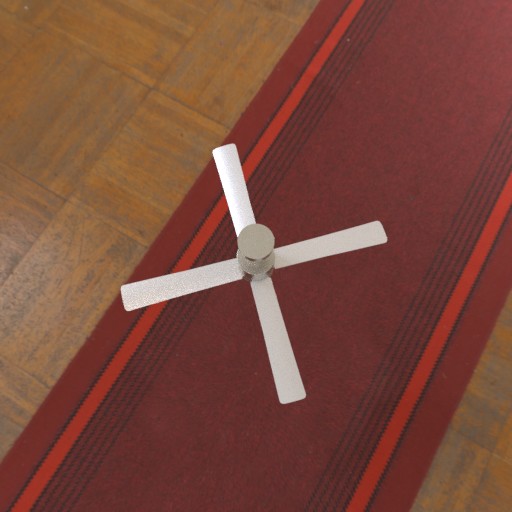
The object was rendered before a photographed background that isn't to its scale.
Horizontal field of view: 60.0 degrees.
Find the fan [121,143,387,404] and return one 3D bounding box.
[{"bbox_3d":[0.000,0.000,2.324,1.525,0.539,1.525,-14,76,-4],"label":"fan"}]
